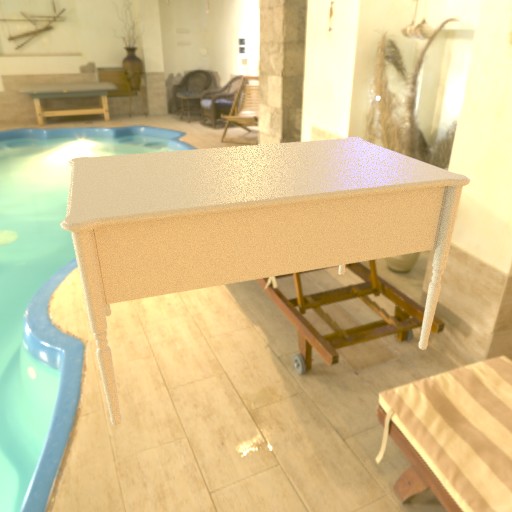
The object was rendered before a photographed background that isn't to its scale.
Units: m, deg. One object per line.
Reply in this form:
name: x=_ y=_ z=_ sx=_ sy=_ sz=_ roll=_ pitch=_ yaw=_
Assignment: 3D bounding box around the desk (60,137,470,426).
desk: x=0.000 y=0.000 z=1.870 sx=1.380 sy=0.762 sz=0.807 roll=-9 pitch=27 yaw=-17
